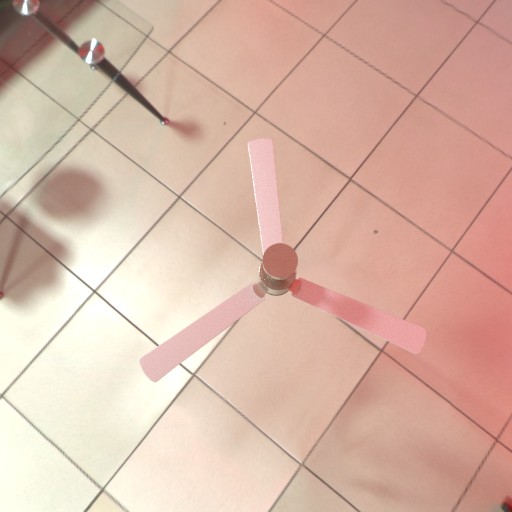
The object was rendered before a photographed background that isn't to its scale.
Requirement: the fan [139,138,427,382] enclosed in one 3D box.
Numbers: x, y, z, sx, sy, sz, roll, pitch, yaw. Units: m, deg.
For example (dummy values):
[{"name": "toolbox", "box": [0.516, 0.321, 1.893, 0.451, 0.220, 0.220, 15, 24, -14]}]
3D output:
[{"name": "fan", "box": [0.000, 0.000, 2.376, 1.561, 0.446, 1.531, -18, 76, -5]}]
